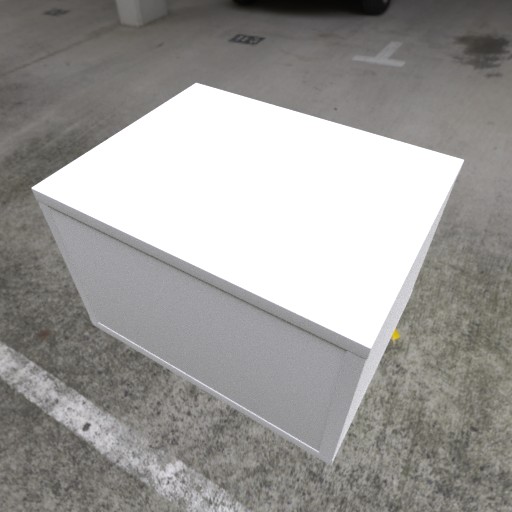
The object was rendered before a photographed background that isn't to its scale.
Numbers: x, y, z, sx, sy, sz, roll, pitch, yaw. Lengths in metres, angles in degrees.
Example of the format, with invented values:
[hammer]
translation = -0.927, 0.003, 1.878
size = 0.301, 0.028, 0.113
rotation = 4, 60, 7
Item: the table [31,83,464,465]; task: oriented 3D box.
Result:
[table]
translation = 0.000, 0.000, 0.792
size = 0.517, 0.357, 0.399
rotation = 24, 50, 21
